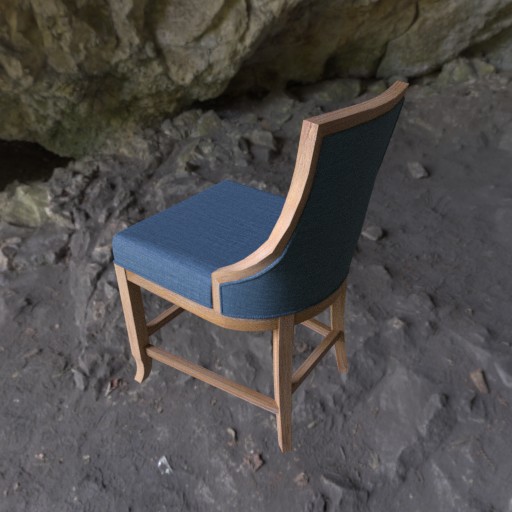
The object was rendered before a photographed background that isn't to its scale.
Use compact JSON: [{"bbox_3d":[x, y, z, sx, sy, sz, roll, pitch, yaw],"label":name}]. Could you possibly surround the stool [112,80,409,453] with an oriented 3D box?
[{"bbox_3d":[0.000,0.000,1.265,0.626,0.938,0.524,21,37,30],"label":"stool"}]
